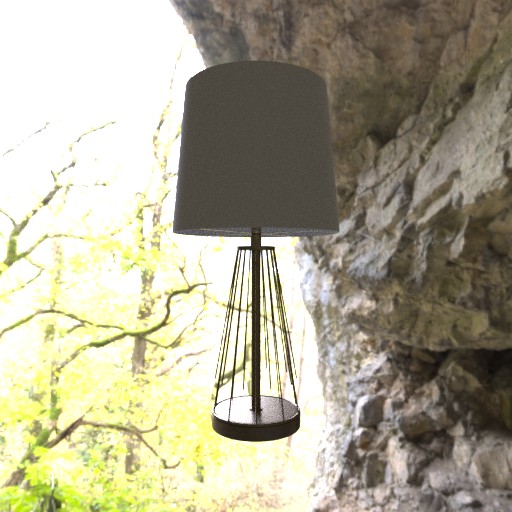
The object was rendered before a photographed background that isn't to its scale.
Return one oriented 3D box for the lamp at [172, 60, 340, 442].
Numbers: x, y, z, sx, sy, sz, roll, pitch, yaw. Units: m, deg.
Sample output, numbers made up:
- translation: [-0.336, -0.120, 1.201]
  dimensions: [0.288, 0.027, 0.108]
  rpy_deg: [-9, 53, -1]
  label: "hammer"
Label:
- translation: [0.000, 0.000, 0.816]
  dimensions: [0.303, 0.618, 0.303]
  rpy_deg: [0, 0, 0]
  label: "lamp"
